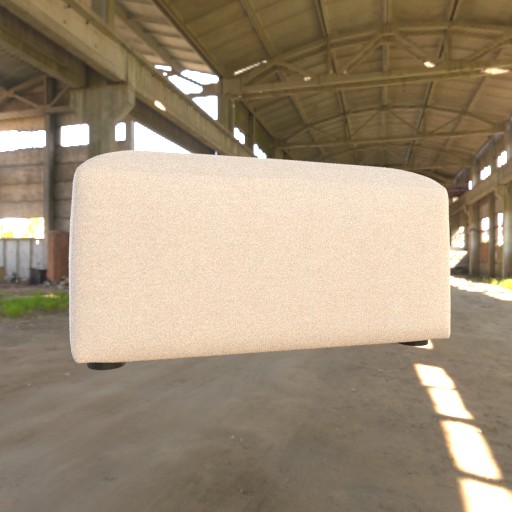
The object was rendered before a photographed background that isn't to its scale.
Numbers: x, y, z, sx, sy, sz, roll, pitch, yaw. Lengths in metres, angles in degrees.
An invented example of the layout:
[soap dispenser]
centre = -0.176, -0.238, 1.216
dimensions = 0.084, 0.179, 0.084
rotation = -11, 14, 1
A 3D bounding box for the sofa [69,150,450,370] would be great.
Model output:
[sofa]
centre = 0.000, 0.000, 1.234
dimensions = 0.930, 0.470, 0.480
rotation = 0, 0, -18
